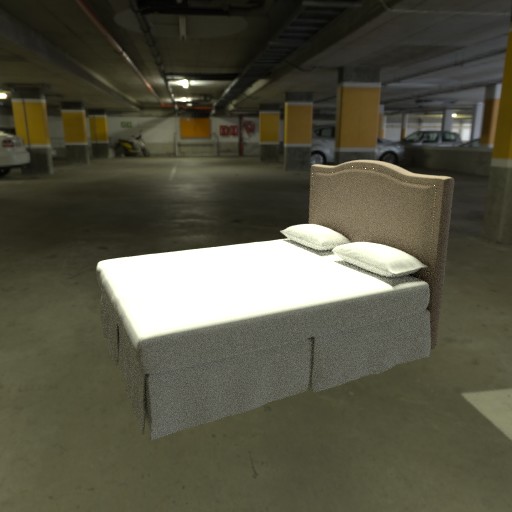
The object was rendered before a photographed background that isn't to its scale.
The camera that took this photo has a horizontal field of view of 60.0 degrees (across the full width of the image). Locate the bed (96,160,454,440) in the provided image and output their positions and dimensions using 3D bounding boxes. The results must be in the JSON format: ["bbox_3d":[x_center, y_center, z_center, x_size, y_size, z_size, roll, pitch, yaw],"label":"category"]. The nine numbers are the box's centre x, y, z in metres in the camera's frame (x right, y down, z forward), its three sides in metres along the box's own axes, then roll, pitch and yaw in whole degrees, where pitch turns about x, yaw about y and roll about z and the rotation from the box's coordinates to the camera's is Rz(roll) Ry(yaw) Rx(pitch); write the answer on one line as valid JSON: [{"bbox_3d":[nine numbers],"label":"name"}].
[{"bbox_3d":[0.000,0.000,3.510,2.282,1.436,1.821,-7,17,-25],"label":"bed"}]
